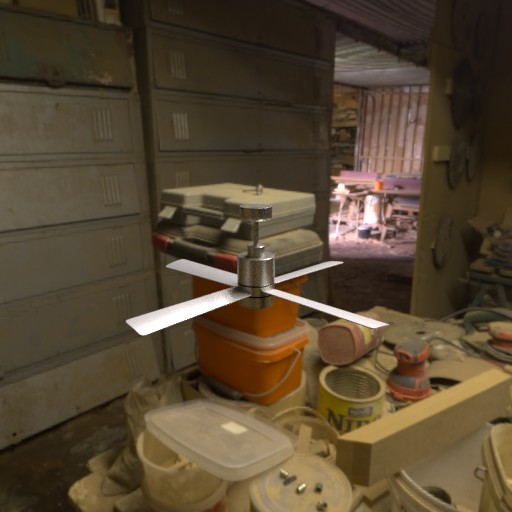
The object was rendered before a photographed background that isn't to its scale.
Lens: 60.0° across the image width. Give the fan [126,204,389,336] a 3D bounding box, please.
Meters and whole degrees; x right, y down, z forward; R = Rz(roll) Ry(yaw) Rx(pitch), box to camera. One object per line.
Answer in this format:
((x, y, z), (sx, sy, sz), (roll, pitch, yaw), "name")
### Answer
((0.000, 0.000, 2.386), (1.525, 0.539, 1.525), (14, 20, 43), "fan")
